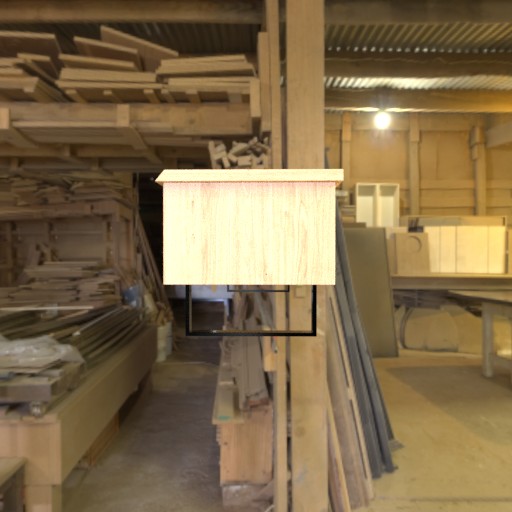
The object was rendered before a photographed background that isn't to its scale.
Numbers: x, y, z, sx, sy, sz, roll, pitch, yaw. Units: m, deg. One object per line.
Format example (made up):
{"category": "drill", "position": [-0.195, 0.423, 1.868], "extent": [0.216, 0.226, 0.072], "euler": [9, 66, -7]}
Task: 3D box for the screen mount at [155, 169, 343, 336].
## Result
{"category": "screen mount", "position": [0.000, 0.000, 1.909], "extent": [0.450, 0.430, 1.700], "euler": [0, 1, 1]}
